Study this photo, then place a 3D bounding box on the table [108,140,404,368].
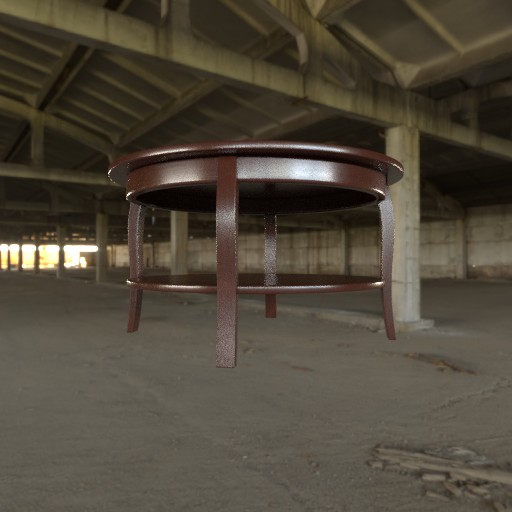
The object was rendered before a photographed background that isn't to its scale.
[{"bbox_3d":[0.000,0.000,1.438,0.911,0.512,0.911,0,0,0],"label":"table"}]
